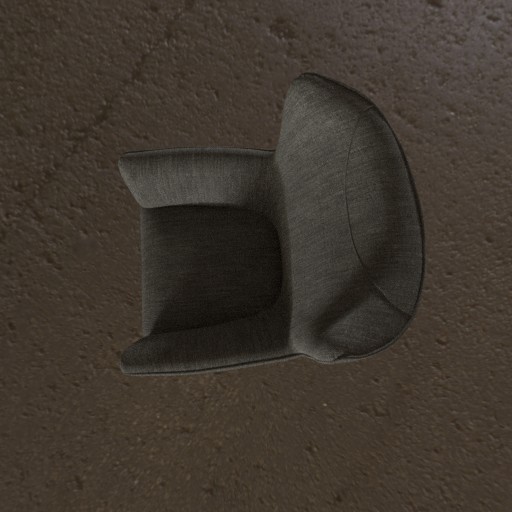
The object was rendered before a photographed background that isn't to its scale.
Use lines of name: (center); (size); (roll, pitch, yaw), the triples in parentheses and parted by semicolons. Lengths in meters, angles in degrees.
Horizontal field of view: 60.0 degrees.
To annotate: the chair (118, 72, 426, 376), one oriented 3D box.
chair: (0.000, 0.000, 1.553); (0.888, 0.933, 0.781); (-5, 75, -1)
